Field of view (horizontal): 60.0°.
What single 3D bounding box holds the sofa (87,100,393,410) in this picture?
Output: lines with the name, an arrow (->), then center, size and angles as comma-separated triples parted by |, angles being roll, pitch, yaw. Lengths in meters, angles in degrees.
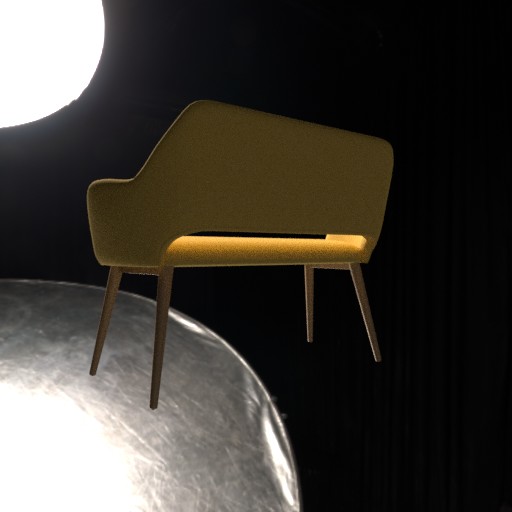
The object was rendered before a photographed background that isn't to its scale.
sofa -> 0.000, 0.000, 1.621 | 1.150, 0.840, 0.610 | 0, 1, -35
